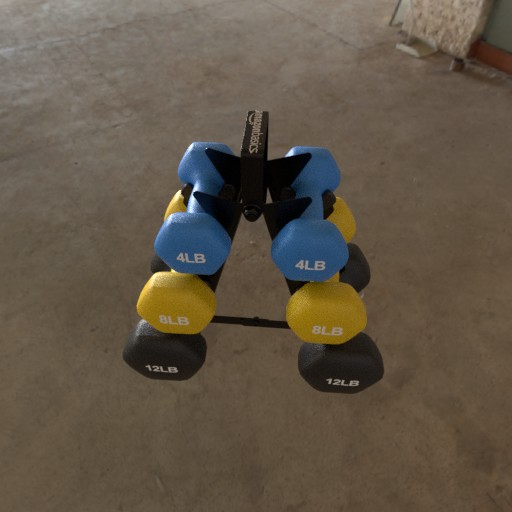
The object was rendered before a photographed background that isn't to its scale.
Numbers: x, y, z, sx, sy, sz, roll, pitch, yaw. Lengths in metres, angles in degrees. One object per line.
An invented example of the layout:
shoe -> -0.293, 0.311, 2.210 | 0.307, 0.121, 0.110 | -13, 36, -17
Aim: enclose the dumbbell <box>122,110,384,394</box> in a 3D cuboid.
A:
dumbbell -> 0.000, 0.000, 0.664 | 0.409, 0.426, 0.255 | 3, 47, 3
